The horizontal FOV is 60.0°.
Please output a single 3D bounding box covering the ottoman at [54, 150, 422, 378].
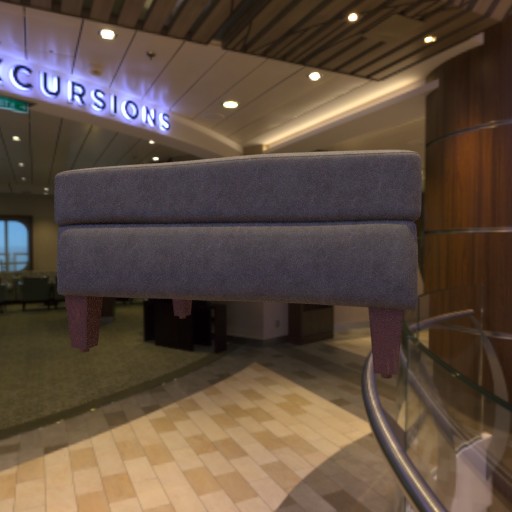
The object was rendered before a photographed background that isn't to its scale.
[{"bbox_3d":[0.000,0.000,1.233,0.839,0.464,0.639,0,1,17],"label":"ottoman"}]
